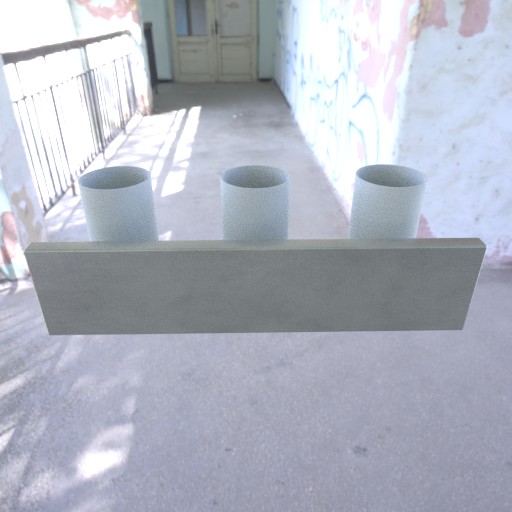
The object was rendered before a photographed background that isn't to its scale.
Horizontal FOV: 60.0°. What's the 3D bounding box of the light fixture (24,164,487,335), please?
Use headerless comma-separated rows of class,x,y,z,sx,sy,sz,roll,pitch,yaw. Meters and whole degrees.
light fixture,0.000,0.000,0.517,0.451,0.172,0.145,-1,30,-1
